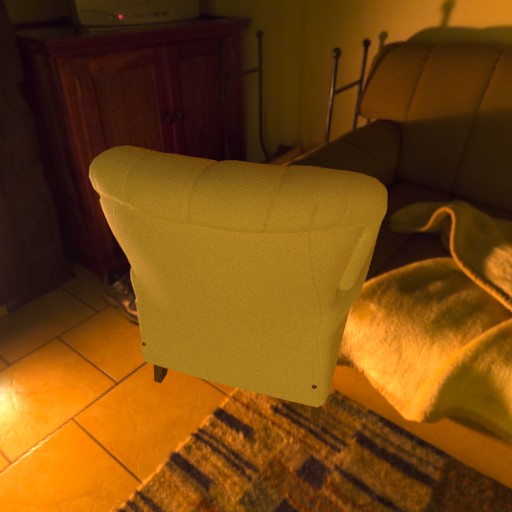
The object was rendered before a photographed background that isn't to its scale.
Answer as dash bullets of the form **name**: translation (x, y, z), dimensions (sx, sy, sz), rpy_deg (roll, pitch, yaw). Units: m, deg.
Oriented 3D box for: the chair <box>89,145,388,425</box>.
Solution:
- **chair**: translation (0.000, 0.000, 1.974), dimensions (1.035, 1.169, 1.132), rpy_deg (10, 34, 15)
